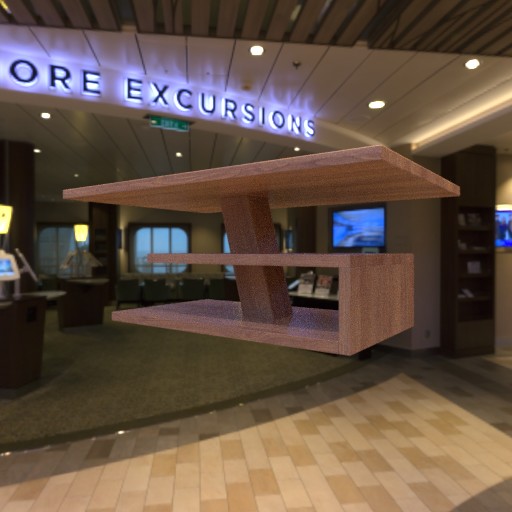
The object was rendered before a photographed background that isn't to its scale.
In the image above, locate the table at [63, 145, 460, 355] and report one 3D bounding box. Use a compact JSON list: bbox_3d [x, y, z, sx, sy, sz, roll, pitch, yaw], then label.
[{"bbox_3d":[0.000,0.000,1.457,1.100,0.442,0.700,1,1,36],"label":"table"}]
